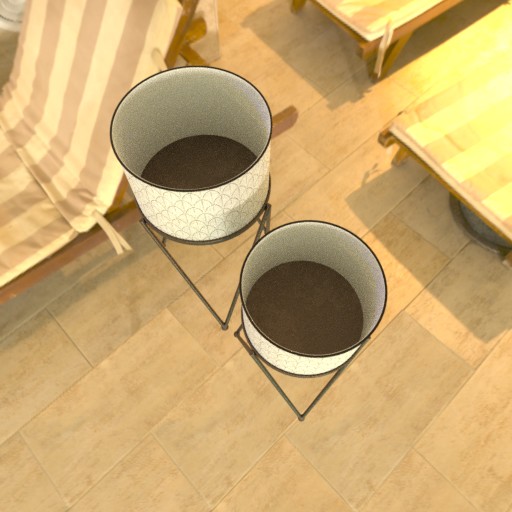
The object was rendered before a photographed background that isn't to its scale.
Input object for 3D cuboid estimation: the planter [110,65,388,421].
[{"bbox_3d":[0.000,0.000,1.168,0.413,0.712,0.769,-35,69,-15],"label":"planter"}]
